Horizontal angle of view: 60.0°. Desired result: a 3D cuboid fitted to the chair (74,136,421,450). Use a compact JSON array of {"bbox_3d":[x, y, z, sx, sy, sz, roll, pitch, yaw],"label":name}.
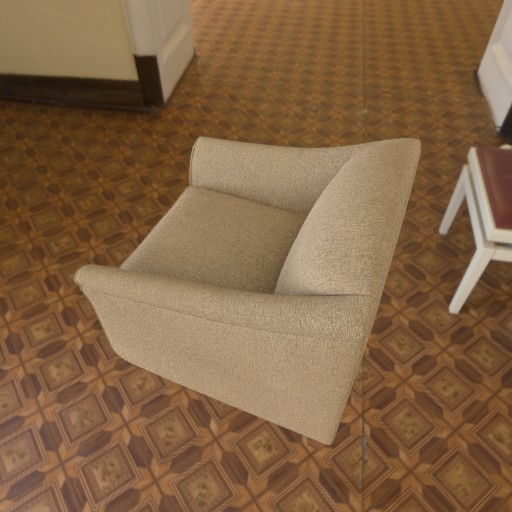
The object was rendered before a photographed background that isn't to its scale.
[{"bbox_3d":[0.000,0.000,1.418,0.787,0.839,0.763,17,49,15],"label":"chair"}]
